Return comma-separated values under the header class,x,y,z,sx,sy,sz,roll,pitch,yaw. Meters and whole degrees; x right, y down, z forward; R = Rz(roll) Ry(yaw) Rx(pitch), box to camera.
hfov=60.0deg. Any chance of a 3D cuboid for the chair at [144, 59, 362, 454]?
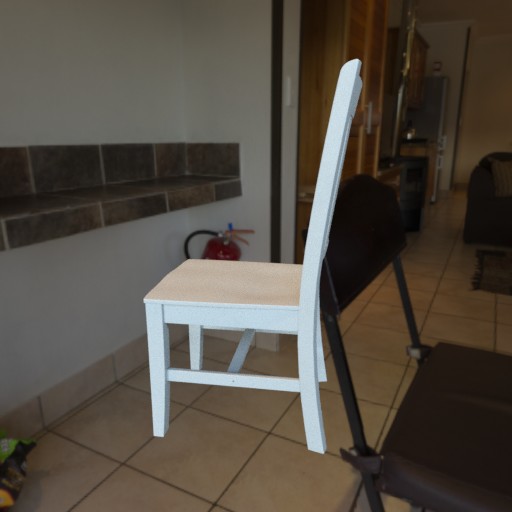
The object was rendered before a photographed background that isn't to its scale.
class,x,y,z,sx,sy,sz,roll,pitch,yaw
chair,0.000,0.000,1.312,0.555,0.998,0.450,2,15,9
